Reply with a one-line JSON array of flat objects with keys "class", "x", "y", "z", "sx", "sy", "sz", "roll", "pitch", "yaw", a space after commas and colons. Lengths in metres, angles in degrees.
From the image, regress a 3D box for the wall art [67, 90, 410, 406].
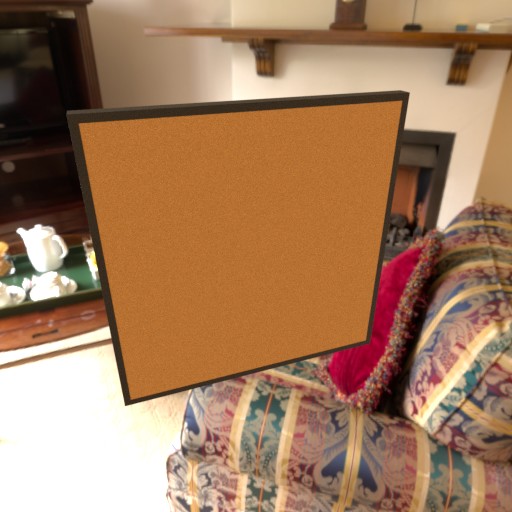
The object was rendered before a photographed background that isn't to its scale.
[{"class": "wall art", "x": 0.000, "y": 0.000, "z": 1.137, "sx": 0.763, "sy": 0.763, "sz": 0.038, "roll": -10, "pitch": 30, "yaw": -17}]
